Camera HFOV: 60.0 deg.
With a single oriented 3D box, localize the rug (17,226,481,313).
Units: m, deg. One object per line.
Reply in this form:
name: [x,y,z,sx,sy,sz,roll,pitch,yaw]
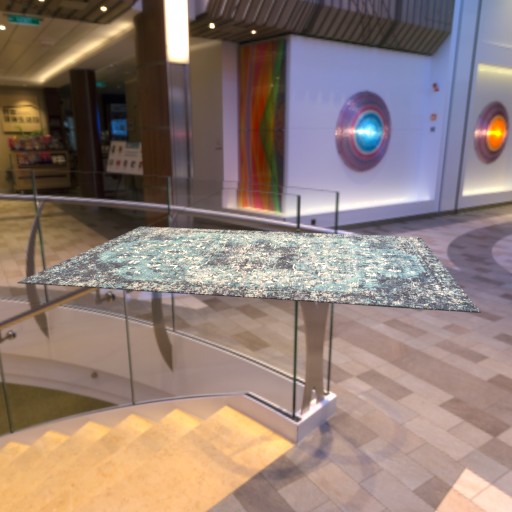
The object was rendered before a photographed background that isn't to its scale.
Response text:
rug: [0.000,0.000,2.292,1.828,0.005,1.219,3,15,10]
